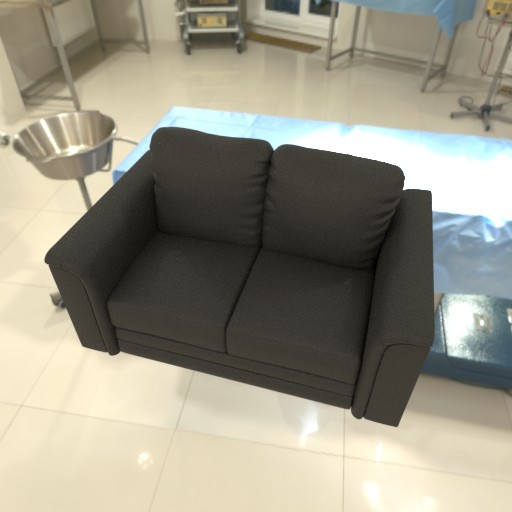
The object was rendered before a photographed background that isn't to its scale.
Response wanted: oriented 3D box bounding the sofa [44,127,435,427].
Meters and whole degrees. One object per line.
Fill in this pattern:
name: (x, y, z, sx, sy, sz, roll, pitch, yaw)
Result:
sofa: (0.000, 0.000, 1.928, 1.386, 0.845, 0.887, 11, 42, 12)
